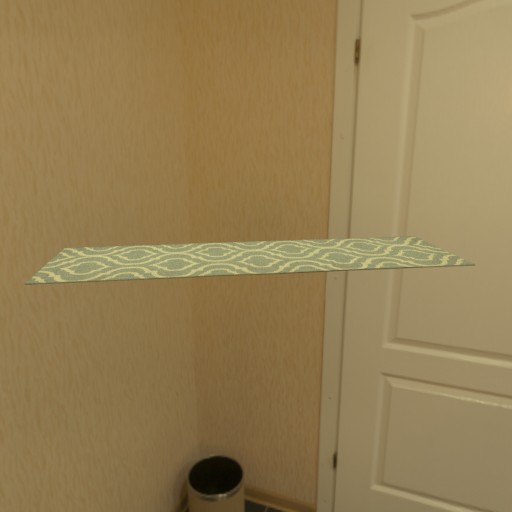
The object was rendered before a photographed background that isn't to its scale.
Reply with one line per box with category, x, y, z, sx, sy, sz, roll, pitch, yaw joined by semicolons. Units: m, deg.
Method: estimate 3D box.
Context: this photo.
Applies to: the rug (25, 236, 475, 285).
rug;0.000;0.000;2.536;2.275;0.009;0.684;-2;16;-8
